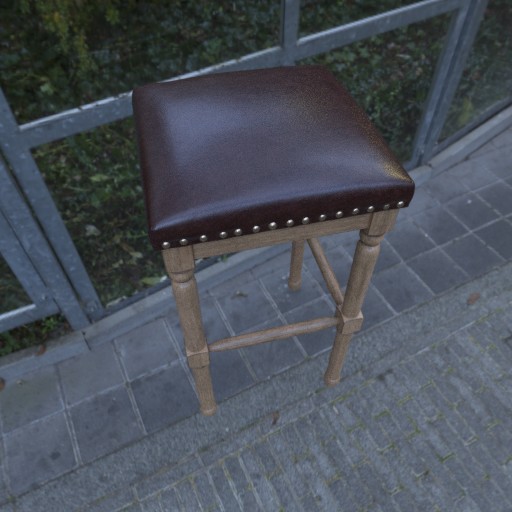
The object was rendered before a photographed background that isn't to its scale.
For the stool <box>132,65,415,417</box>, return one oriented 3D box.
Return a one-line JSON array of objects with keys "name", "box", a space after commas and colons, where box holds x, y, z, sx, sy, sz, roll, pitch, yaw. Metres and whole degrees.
[{"name": "stool", "box": [0.000, 0.000, 0.942, 0.382, 0.702, 0.383, -10, 49, -9]}]
